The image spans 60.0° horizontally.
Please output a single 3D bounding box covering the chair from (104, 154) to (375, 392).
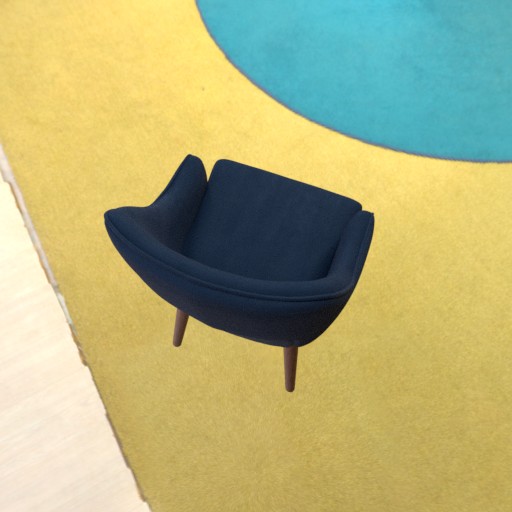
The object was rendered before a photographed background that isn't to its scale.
[{"bbox_3d":[0.000,0.000,1.221,0.559,0.844,0.591,19,65,9],"label":"chair"}]
